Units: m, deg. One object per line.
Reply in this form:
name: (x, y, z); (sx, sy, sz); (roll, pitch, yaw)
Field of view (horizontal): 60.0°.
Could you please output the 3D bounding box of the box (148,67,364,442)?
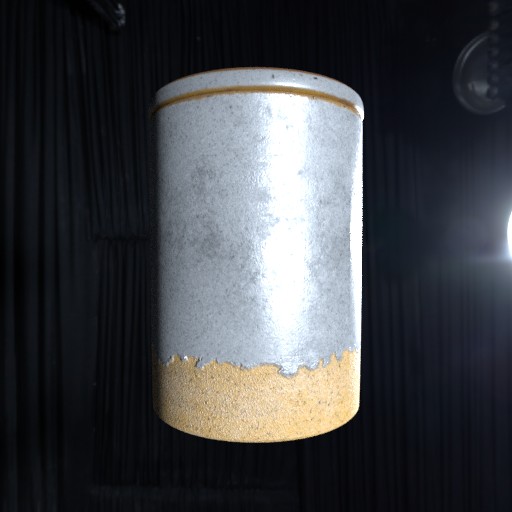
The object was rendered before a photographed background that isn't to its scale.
box: (0.000, 0.000, 0.251); (0.118, 0.168, 0.118); (0, 1, 0)
